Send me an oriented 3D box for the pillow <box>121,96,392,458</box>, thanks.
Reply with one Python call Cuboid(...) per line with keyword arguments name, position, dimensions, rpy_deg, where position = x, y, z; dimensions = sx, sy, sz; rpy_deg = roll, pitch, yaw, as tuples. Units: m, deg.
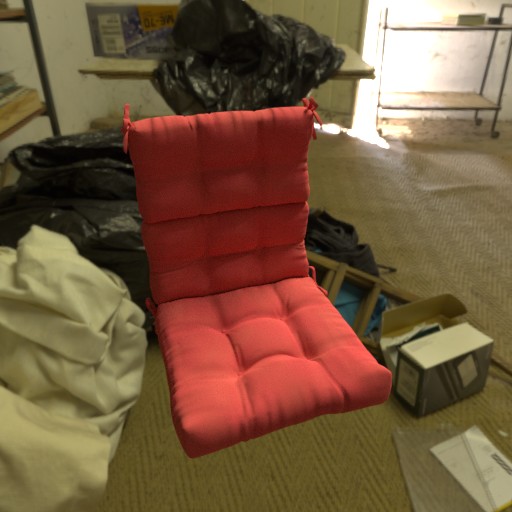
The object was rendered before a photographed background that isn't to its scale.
Cuboid(name="pillow", position=(0.000, 0.000, 1.027), dimensions=(0.519, 0.605, 0.571), rpy_deg=(-10, 33, -15))
